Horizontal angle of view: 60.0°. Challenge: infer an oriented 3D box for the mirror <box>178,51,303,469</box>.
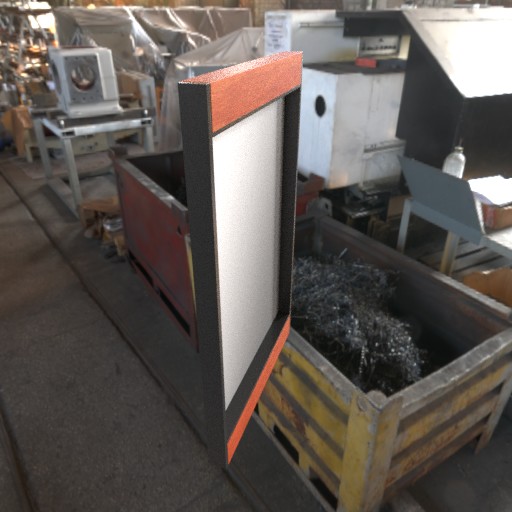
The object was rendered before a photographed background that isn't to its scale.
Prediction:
[{"bbox_3d":[0.000,0.000,1.026,0.047,0.823,0.525,10,31,17],"label":"mirror"}]
